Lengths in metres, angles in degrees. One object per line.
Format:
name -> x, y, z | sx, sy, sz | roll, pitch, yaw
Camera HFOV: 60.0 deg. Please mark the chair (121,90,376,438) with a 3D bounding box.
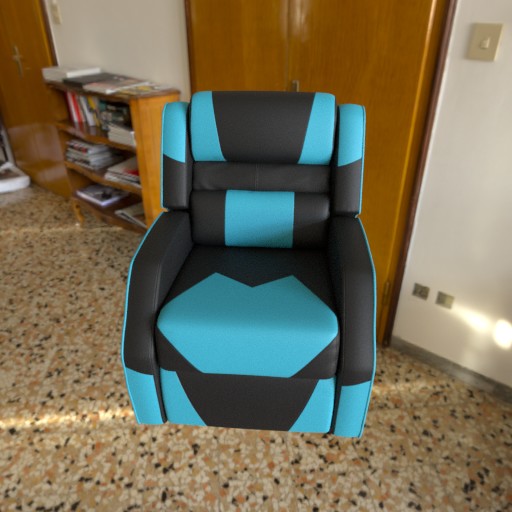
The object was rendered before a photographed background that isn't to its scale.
chair -> 0.000, 0.000, 1.278 | 0.620, 0.805, 0.672 | 2, 30, 4
